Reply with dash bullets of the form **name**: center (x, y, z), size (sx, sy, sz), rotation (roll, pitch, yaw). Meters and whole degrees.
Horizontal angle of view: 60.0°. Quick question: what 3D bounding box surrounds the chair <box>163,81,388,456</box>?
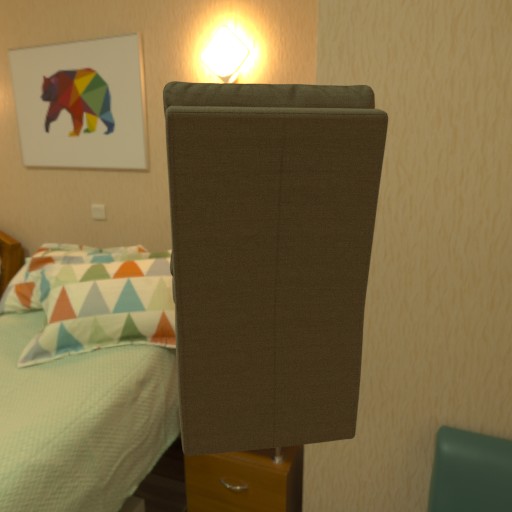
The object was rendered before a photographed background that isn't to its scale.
- **chair**: center (0.000, 0.000, 1.337), size (0.503, 0.927, 0.698), rotation (-2, 14, -9)
